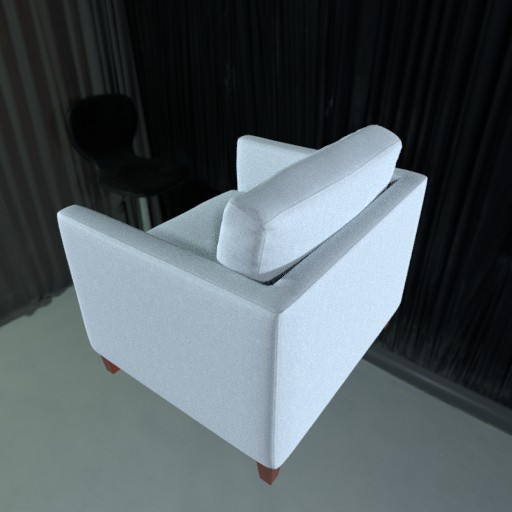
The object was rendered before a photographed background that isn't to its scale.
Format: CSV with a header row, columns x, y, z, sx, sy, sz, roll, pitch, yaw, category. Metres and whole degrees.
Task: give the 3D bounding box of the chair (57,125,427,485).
x,y,z,sx,sy,sz,roll,pitch,yaw,category
0.000,0.000,1.775,0.953,0.961,1.107,22,38,30,chair
